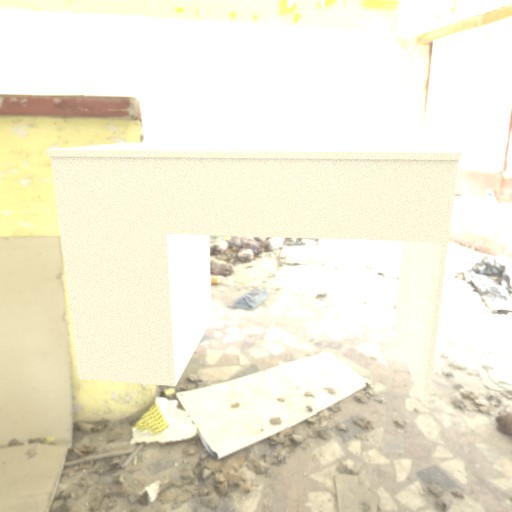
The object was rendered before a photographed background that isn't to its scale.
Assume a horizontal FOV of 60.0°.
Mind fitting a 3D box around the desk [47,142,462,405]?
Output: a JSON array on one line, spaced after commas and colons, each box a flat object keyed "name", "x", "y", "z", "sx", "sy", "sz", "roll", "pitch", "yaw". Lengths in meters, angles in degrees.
[{"name": "desk", "x": 0.000, "y": 0.000, "z": 1.530, "sx": 1.097, "sy": 0.735, "sz": 0.560, "roll": 2, "pitch": 16, "yaw": 7}]
